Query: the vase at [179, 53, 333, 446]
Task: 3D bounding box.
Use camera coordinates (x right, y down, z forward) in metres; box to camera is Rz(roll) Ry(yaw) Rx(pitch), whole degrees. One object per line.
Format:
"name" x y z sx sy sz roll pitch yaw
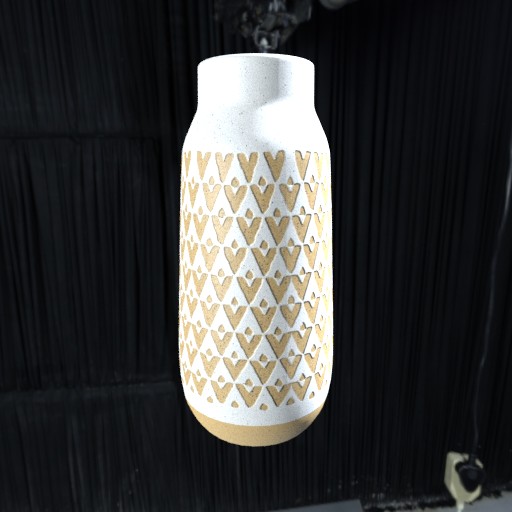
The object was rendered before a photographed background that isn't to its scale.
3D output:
"vase" 0.000 0.000 0.382 0.137 0.307 0.137 0 13 0
